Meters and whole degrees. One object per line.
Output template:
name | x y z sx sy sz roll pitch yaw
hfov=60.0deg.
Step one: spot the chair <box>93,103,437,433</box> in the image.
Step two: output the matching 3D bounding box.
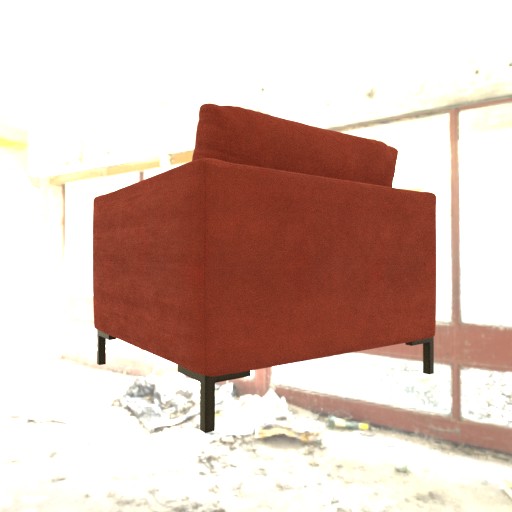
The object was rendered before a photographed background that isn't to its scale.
chair | 0.000 0.000 1.612 0.964 0.812 0.875 0 -1 -36
